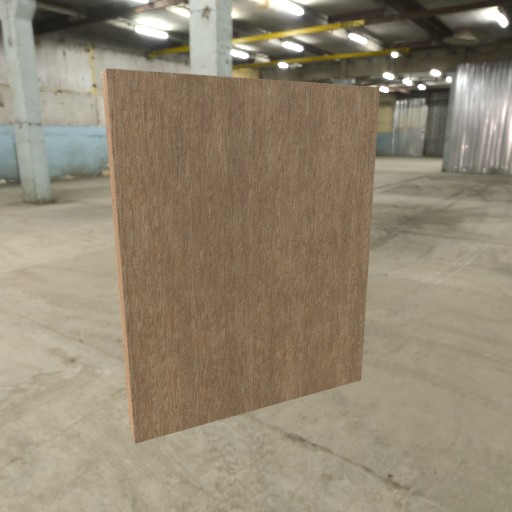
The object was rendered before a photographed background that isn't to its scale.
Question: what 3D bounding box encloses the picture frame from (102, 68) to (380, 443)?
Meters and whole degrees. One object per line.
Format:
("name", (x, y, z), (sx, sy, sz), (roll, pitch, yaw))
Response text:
("picture frame", (0.000, 0.000, 0.710), (0.424, 0.526, 0.043), (-7, 16, -25))
